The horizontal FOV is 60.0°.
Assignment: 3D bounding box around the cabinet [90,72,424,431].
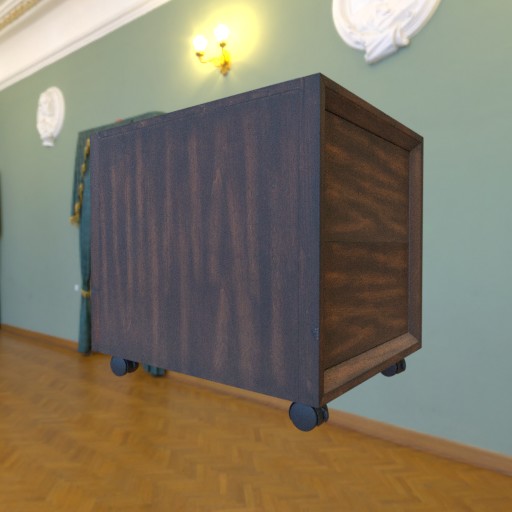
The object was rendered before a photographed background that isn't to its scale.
[{"bbox_3d":[0.000,0.000,0.846,0.500,0.455,0.402,1,2,37],"label":"cabinet"}]
